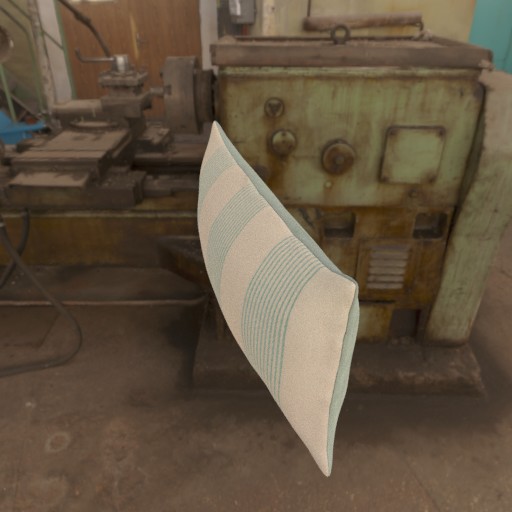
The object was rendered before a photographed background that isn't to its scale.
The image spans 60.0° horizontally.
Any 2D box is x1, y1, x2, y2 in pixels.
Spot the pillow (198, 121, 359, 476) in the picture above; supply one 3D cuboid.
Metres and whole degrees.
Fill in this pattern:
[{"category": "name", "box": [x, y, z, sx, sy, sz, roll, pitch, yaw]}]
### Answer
[{"category": "pillow", "box": [0.000, 0.000, 0.717, 0.151, 0.287, 0.610, -9, 32, -14]}]
